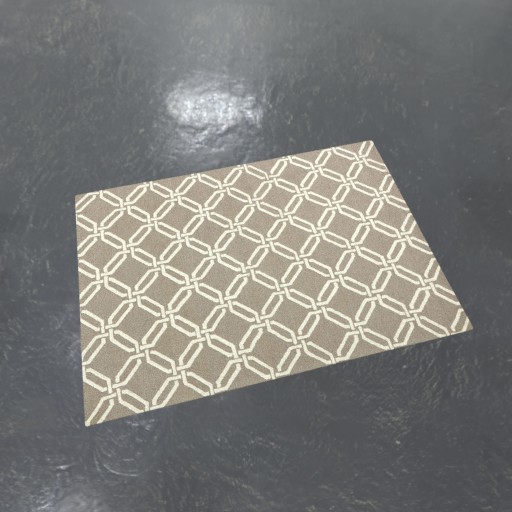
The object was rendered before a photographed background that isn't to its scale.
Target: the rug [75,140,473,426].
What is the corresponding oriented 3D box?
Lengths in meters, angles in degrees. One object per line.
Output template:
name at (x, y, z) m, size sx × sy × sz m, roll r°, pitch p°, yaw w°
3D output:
rug at (0.000, 0.000, 4.368) m, size 3.419 × 0.020 × 2.441 m, roll -12°, pitch 59°, yaw -7°
